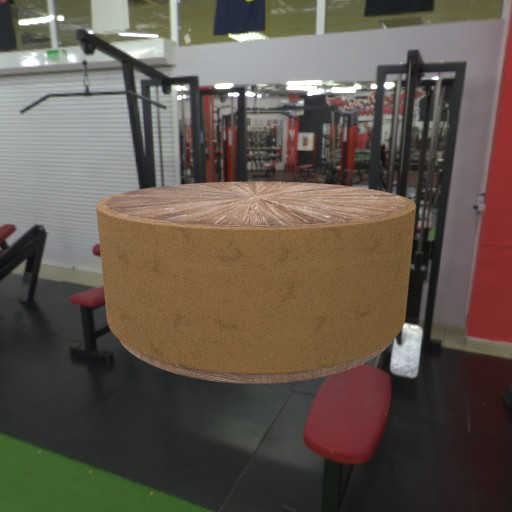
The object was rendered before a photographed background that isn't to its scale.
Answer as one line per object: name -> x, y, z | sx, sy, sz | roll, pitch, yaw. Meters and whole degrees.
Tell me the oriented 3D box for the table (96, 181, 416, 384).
table -> 0.000, 0.000, 1.520 | 1.001, 0.409, 1.001 | 0, 15, 0
